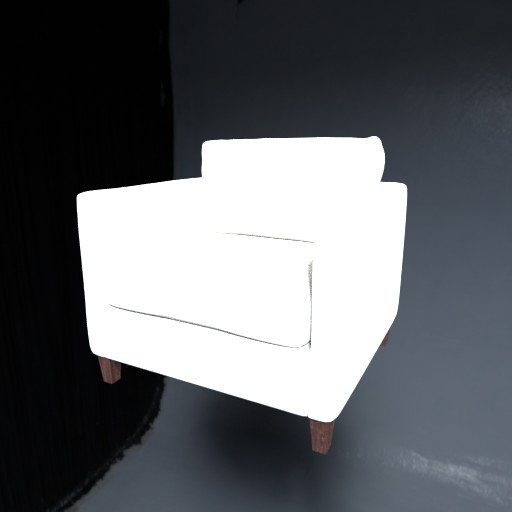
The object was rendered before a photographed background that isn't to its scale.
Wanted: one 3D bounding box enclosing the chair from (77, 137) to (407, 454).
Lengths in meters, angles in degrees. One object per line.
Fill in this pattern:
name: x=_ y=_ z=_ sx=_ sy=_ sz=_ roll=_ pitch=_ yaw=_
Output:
chair: x=0.000 y=0.000 z=1.767 sx=0.996 sy=0.919 sz=0.959 roll=7 pitch=16 yaw=27
